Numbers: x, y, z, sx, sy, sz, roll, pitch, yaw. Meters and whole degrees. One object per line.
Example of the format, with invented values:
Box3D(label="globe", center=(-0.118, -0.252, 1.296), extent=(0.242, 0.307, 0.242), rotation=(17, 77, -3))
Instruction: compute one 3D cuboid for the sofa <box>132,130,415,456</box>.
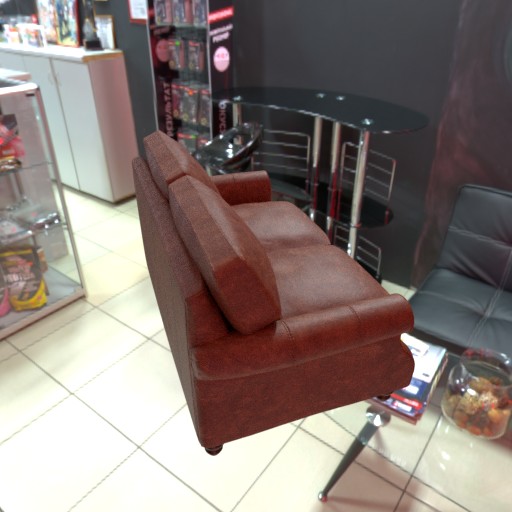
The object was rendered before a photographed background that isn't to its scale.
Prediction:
Box3D(label="sofa", center=(0.000, 0.000, 2.228), extent=(0.990, 0.967, 1.616), rotation=(-11, 32, -17))
